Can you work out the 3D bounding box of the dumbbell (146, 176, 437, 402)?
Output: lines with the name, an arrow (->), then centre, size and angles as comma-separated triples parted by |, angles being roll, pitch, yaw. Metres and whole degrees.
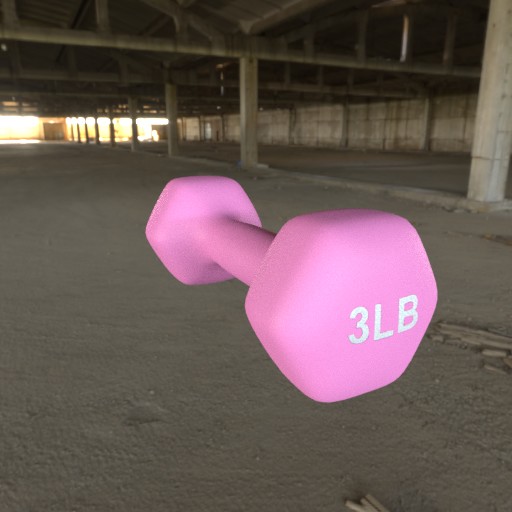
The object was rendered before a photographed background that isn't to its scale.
dumbbell -> 0.000, 0.000, 0.194 | 0.064, 0.058, 0.159 | -8, 18, -26
